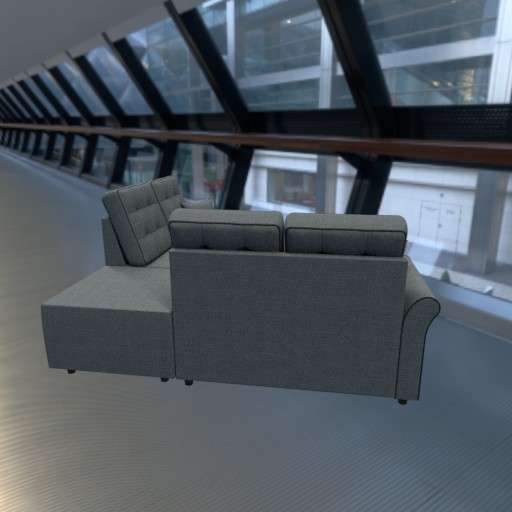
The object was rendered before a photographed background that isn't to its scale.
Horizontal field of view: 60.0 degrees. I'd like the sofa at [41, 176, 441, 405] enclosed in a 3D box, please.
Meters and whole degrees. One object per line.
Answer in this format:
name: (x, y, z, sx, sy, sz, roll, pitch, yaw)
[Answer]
sofa: (0.000, 0.000, 3.224, 2.068, 0.988, 2.070, 2, 16, 9)
